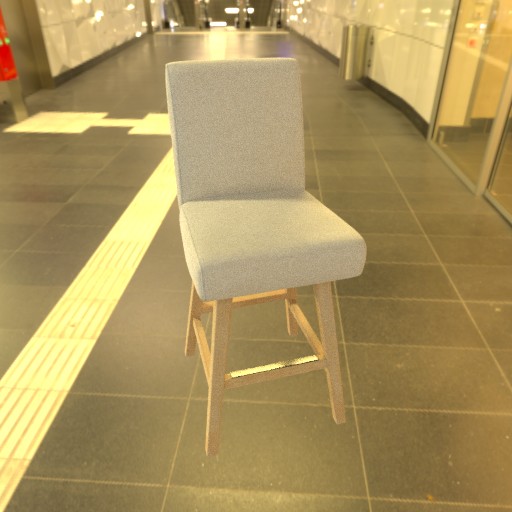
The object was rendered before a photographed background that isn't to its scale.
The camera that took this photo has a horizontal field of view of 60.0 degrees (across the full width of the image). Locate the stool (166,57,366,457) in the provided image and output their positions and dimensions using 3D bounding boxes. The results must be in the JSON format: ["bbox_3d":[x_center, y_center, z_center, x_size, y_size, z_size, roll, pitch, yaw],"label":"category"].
[{"bbox_3d":[0.000,0.000,1.307,0.446,1.015,0.543,-8,32,-14],"label":"stool"}]
